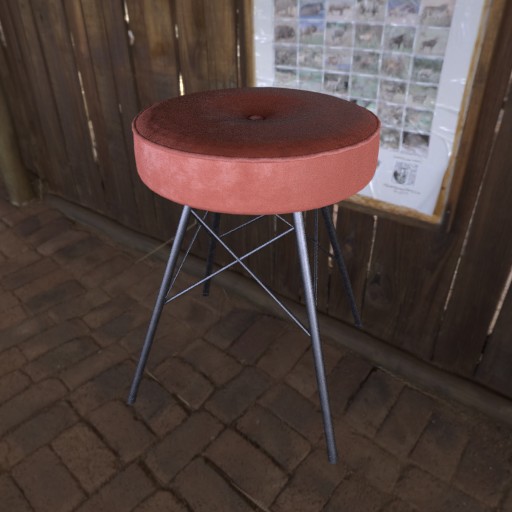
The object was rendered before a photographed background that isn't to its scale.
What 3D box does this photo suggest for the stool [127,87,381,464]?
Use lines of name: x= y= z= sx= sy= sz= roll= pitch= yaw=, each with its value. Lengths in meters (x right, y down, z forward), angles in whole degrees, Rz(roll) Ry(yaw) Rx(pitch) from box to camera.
stool: x=0.000 y=0.000 z=0.898 sx=0.457 sy=0.593 sz=0.421 roll=10 pitch=34 yaw=15
